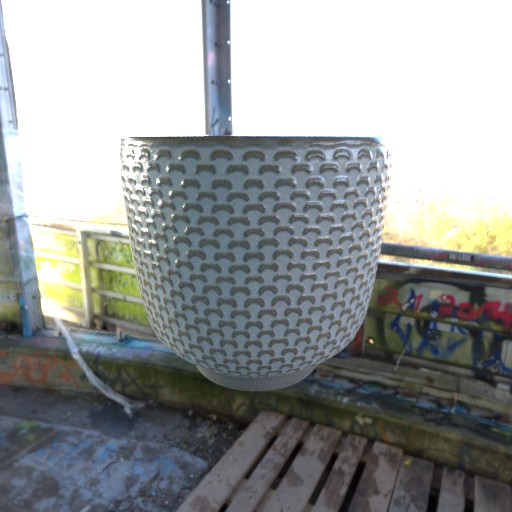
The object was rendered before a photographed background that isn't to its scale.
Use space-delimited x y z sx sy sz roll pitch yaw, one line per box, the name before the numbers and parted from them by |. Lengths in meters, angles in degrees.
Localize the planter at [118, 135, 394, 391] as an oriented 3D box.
planter | 0.000 0.000 0.307 0.173 0.160 0.173 0 15 0
